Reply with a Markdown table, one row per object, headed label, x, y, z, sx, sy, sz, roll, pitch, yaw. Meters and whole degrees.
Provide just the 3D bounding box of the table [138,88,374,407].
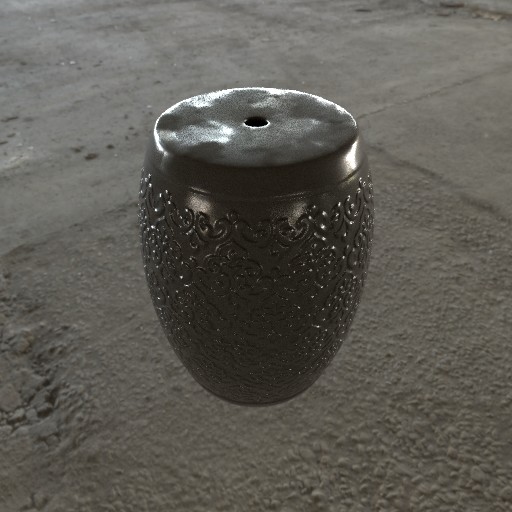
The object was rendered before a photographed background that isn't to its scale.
| label | x | y | z | sx | sy | sz | roll | pitch | yaw |
| --- | --- | --- | --- | --- | --- | --- | --- | --- | --- |
| table | 0.000 | 0.000 | 0.627 | 0.309 | 0.397 | 0.309 | 0 | 39 | 0 |
